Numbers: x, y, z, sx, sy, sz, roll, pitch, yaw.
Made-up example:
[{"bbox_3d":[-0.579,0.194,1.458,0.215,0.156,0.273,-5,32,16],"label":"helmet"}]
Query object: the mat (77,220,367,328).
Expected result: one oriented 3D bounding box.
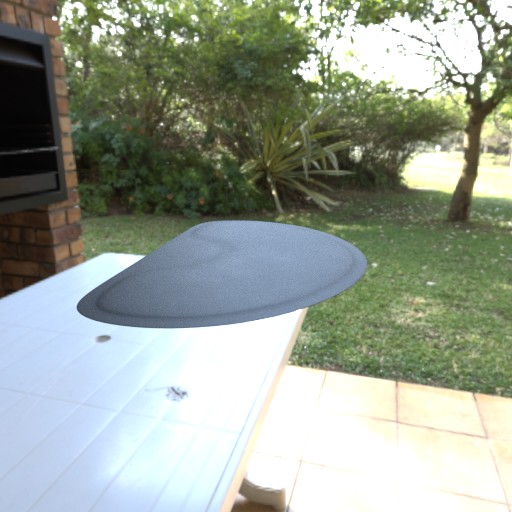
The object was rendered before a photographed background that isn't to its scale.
[{"bbox_3d":[0.000,0.000,1.872,0.913,0.013,1.524,3,16,10],"label":"mat"}]
